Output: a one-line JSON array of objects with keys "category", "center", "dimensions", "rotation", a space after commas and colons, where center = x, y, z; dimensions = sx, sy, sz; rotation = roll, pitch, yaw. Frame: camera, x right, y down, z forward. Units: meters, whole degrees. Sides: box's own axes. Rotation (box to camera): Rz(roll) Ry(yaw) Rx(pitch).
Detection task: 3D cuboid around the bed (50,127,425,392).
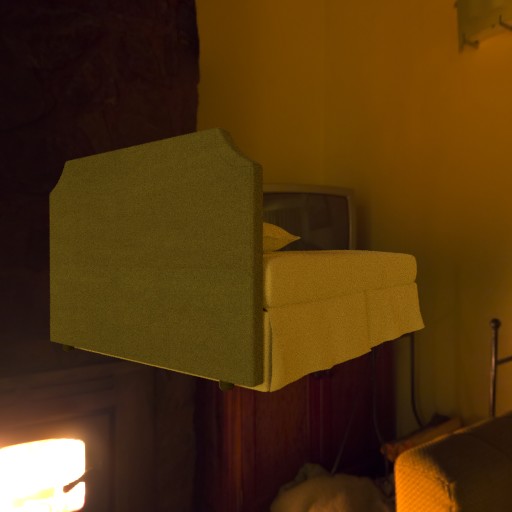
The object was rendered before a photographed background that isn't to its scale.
[{"category": "bed", "center": [0.000, 0.000, 3.581], "dimensions": [1.977, 1.306, 2.464], "rotation": [0, 1, 37]}]
